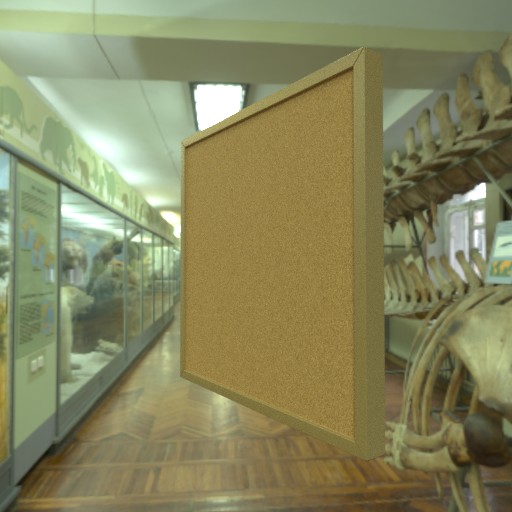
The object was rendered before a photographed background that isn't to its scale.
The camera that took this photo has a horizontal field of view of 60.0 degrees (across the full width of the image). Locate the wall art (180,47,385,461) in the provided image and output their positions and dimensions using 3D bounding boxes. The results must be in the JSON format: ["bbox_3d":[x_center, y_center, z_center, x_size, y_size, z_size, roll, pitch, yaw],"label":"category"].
[{"bbox_3d":[0.000,0.000,0.760,0.036,0.509,0.509,1,-2,-36],"label":"wall art"}]
